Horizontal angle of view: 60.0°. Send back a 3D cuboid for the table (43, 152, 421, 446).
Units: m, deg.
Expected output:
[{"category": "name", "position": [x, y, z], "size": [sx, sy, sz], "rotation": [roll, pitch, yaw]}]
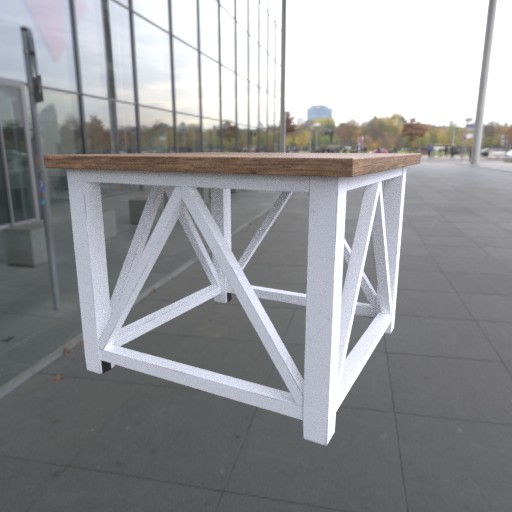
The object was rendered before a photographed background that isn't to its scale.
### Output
[{"category": "table", "position": [0.000, 0.000, 1.189], "size": [0.700, 0.532, 0.700], "rotation": [7, 15, 27]}]
